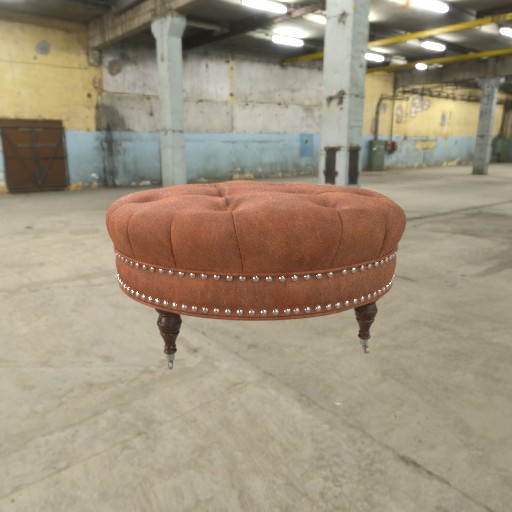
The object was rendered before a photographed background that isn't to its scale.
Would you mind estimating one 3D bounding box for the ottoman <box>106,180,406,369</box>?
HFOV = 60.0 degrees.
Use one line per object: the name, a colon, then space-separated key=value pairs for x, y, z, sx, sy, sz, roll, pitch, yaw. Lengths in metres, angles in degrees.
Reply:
ottoman: x=0.000 y=0.000 z=1.409 sx=0.901 sy=0.444 sz=0.901 roll=0 pitch=13 yaw=0
